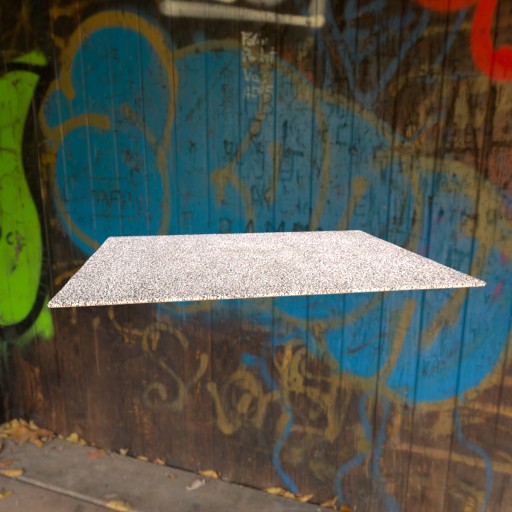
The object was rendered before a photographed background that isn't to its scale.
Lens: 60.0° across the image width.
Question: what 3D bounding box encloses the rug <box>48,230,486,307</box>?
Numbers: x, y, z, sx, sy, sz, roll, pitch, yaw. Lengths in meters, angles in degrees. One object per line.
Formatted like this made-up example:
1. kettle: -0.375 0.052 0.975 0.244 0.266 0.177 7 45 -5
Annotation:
1. rug: 0.000 0.000 4.176 3.047 0.029 2.438 -2 13 -9
